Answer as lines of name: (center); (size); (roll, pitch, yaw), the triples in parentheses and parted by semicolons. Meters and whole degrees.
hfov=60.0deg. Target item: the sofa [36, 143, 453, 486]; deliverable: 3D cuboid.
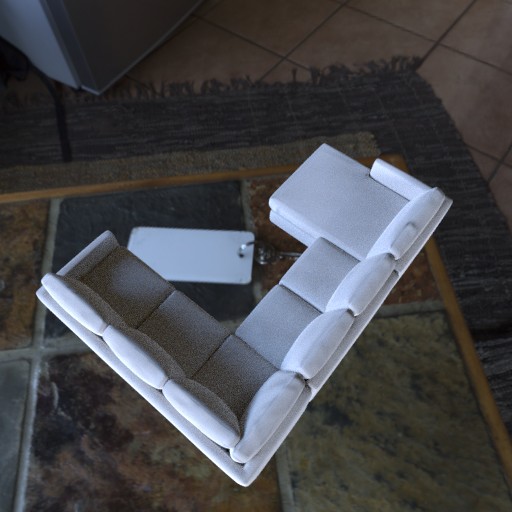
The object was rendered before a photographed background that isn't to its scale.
sofa: (0.000, 0.000, 4.597); (2.593, 0.956, 3.459); (36, 67, 17)
